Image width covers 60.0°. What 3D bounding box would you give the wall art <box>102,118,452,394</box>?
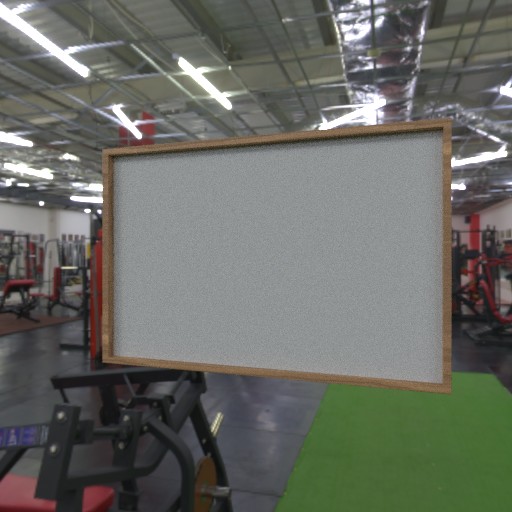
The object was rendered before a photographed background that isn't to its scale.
[{"bbox_3d":[0.000,0.000,1.406,1.137,0.756,0.034,0,0,19],"label":"wall art"}]
